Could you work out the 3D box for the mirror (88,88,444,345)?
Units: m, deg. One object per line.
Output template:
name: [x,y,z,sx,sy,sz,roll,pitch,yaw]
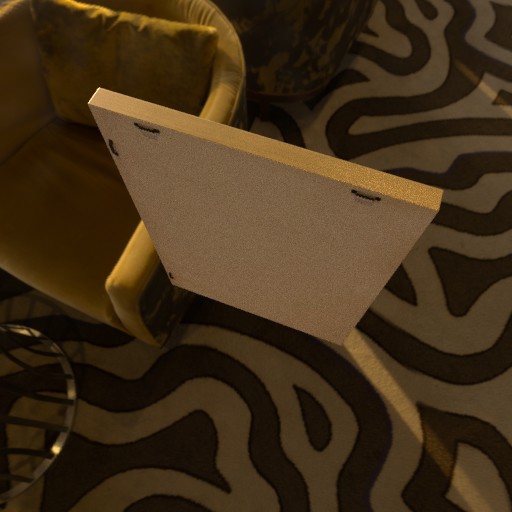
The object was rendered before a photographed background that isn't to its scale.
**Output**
mirror: [0.000,0.000,0.927,0.507,0.710,0.039,19,66,9]
